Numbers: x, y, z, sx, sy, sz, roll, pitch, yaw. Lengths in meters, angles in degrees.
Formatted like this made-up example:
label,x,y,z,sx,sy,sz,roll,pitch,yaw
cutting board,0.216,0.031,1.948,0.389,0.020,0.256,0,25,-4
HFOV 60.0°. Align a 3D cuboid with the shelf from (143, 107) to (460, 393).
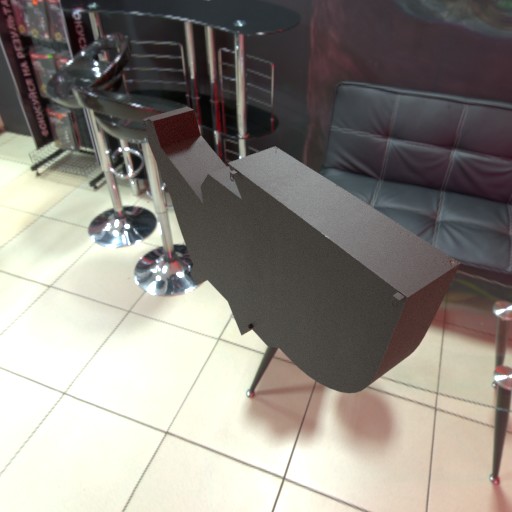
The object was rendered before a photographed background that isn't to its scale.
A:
label,x,y,z,sx,sy,sz,roll,pitch,yaw
shelf,0.000,0.000,0.903,0.112,0.439,0.729,-26,47,-26
